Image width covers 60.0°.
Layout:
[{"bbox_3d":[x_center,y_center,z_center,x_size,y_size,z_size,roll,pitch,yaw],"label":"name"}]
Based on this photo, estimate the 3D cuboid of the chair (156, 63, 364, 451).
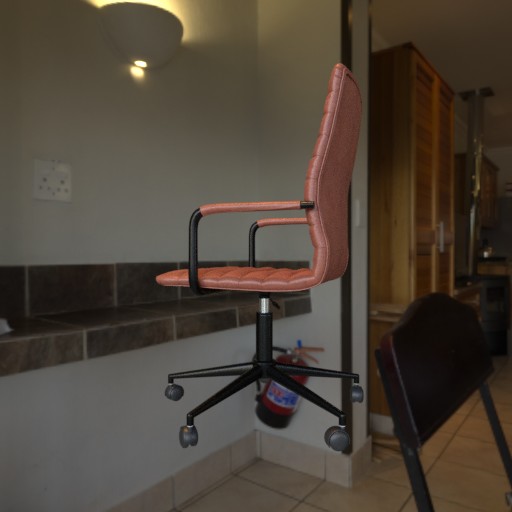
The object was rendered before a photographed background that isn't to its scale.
[{"bbox_3d":[0.000,0.000,1.257,0.578,0.878,0.600,0,0,18],"label":"chair"}]
